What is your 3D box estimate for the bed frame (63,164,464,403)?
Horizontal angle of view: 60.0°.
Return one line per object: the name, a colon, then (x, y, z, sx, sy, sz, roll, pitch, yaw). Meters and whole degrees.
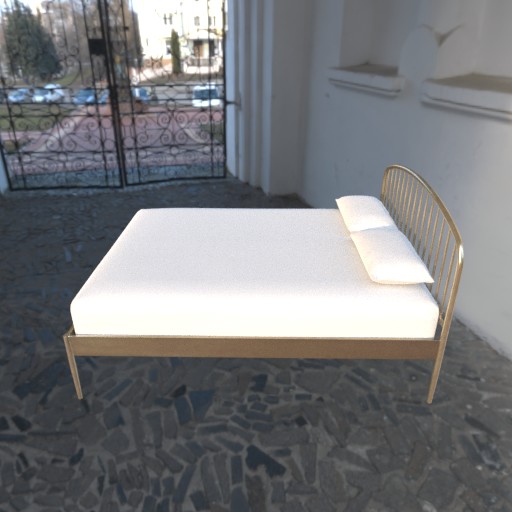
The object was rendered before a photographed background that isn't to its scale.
bed frame: (0.000, 0.000, 3.141, 2.152, 1.175, 1.612, 0, 26, 1)
